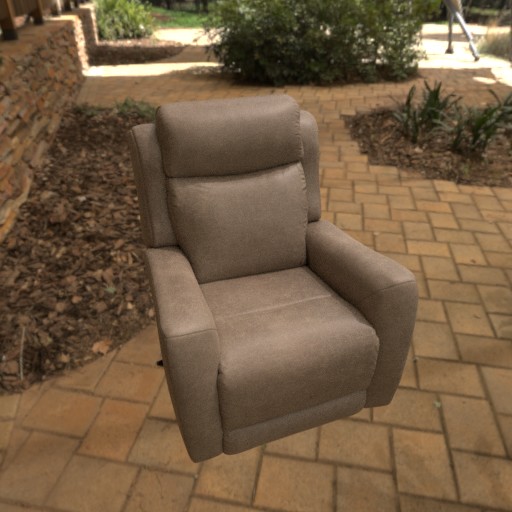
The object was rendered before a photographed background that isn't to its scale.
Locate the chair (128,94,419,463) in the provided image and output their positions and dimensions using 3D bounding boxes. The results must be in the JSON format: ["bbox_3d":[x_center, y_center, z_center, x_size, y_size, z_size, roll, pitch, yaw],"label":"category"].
[{"bbox_3d":[0.000,0.000,1.894,0.967,1.116,1.068,-10,34,-15],"label":"chair"}]
